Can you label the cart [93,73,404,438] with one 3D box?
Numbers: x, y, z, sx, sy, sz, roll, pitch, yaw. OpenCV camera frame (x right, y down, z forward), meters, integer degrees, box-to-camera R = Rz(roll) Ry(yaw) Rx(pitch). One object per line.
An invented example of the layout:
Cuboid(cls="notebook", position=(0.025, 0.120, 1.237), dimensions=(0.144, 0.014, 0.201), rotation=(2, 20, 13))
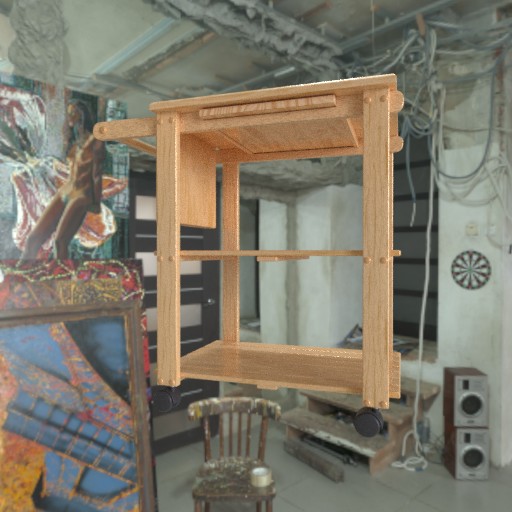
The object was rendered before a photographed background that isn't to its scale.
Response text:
Cuboid(cls="cart", position=(0.000, 0.000, 1.338), dimensions=(0.843, 0.816, 0.520), rotation=(0, 0, 18))
